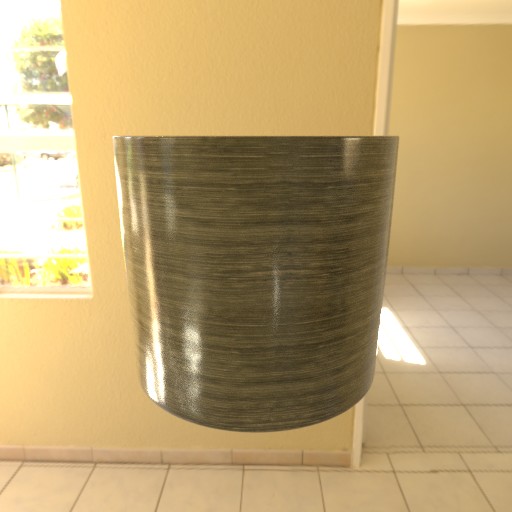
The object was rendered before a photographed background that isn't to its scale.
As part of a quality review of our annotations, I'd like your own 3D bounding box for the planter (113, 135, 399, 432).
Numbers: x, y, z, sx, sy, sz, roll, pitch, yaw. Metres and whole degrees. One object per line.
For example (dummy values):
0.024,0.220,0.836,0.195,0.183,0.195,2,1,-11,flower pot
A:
0.000,0.000,0.384,0.221,0.201,0.221,0,15,0,planter
